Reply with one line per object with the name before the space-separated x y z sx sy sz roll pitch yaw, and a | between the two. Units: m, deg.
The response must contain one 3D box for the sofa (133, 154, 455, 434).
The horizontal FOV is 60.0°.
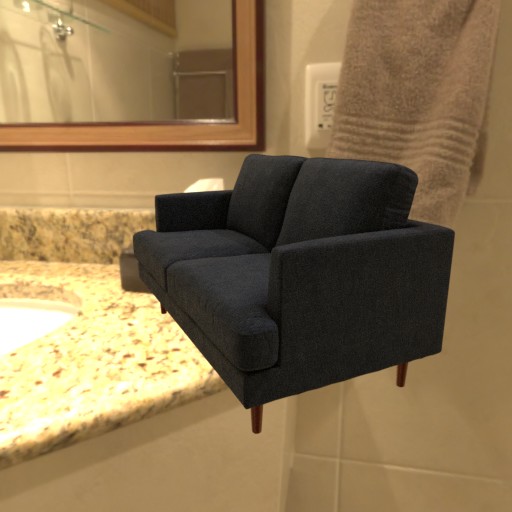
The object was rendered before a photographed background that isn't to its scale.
sofa | 0.000 0.000 2.168 0.903 0.944 1.582 -7 16 -26
